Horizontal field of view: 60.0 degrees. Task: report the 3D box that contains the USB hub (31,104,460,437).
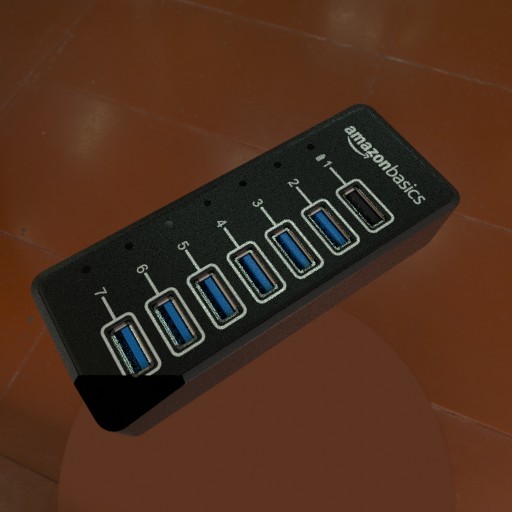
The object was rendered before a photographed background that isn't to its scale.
[{"bbox_3d":[0.000,0.000,0.126,0.110,0.023,0.044,-31,68,-14],"label":"USB hub"}]
